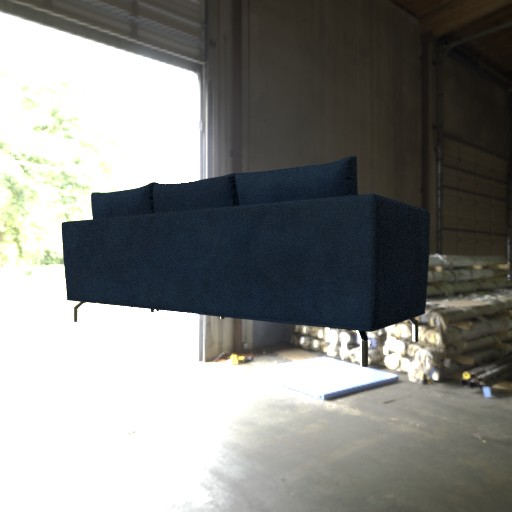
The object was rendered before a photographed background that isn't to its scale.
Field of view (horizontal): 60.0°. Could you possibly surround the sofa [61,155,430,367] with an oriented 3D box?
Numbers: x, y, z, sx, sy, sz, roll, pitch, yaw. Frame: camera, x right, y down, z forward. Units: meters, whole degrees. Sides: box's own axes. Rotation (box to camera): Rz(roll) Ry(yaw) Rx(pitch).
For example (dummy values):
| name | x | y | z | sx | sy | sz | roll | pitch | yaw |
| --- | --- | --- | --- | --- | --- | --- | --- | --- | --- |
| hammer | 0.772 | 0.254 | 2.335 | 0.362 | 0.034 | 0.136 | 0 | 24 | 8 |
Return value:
| name | x | y | z | sx | sy | sz | roll | pitch | yaw |
| --- | --- | --- | --- | --- | --- | --- | --- | --- | --- |
| sofa | 0.000 | 0.000 | 3.223 | 2.438 | 0.987 | 1.622 | 0 | 0 | 37 |
